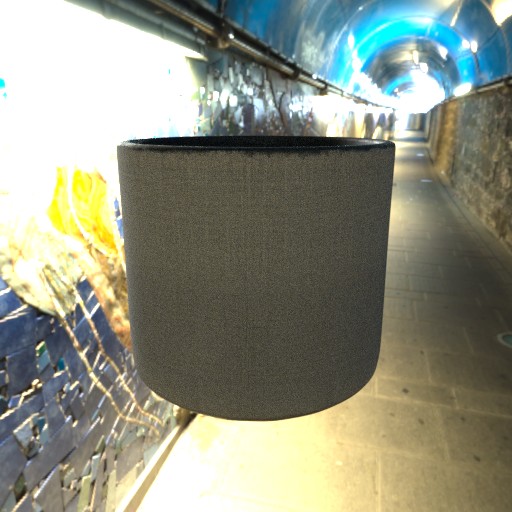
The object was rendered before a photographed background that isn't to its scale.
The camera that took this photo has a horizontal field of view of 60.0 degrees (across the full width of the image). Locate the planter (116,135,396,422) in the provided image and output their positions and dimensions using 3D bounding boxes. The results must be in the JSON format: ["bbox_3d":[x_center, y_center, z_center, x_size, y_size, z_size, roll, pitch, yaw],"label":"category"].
[{"bbox_3d":[0.000,0.000,0.395,0.226,0.201,0.226,0,17,0],"label":"planter"}]
